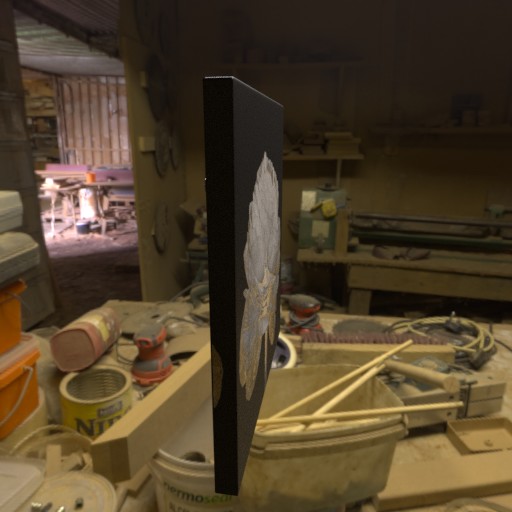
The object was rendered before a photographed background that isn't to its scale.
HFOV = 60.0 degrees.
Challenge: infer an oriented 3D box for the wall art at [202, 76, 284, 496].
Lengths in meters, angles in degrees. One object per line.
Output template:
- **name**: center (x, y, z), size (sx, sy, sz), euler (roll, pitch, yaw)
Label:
- **wall art**: center (0.000, 0.000, 0.900), size (0.043, 0.611, 0.610), euler (2, 16, 9)
